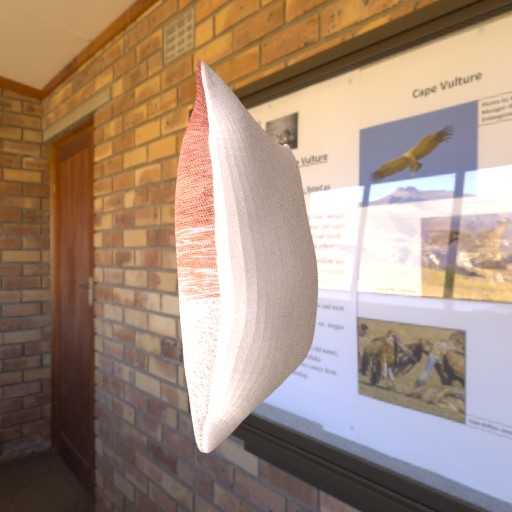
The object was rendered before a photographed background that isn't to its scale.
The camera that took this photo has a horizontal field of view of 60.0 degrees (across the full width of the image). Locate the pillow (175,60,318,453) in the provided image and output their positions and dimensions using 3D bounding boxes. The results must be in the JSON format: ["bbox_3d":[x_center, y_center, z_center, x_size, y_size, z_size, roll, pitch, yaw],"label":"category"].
[{"bbox_3d":[0.000,0.000,0.686,0.182,0.441,0.440,0,0,17],"label":"pillow"}]
